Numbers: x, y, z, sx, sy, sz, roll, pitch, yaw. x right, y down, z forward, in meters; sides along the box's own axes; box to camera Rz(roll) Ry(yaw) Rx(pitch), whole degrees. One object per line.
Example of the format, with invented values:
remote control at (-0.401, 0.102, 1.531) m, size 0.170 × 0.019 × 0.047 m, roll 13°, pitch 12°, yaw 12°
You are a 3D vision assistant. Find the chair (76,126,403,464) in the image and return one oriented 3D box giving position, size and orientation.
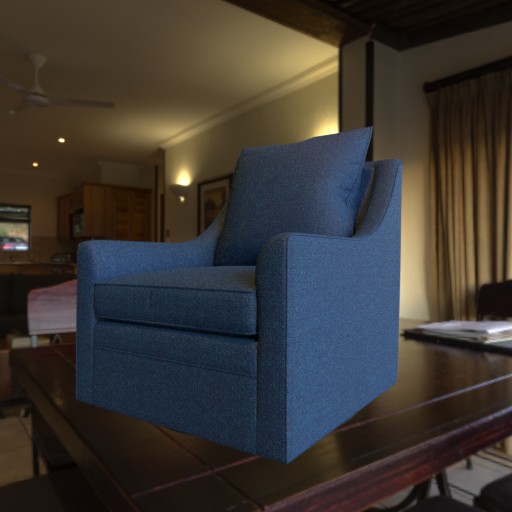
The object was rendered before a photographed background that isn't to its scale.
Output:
chair at (0.000, 0.000, 1.496) m, size 0.750 × 0.939 × 0.870 m, roll 0°, pitch 0°, yaw 35°
